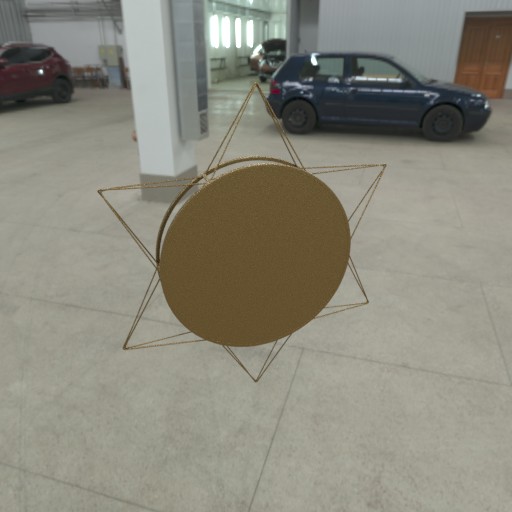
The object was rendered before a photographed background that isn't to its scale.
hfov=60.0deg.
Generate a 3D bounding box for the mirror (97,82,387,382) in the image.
[{"bbox_3d":[0.000,0.000,0.793,0.498,0.581,0.062,-8,27,-17],"label":"mirror"}]
